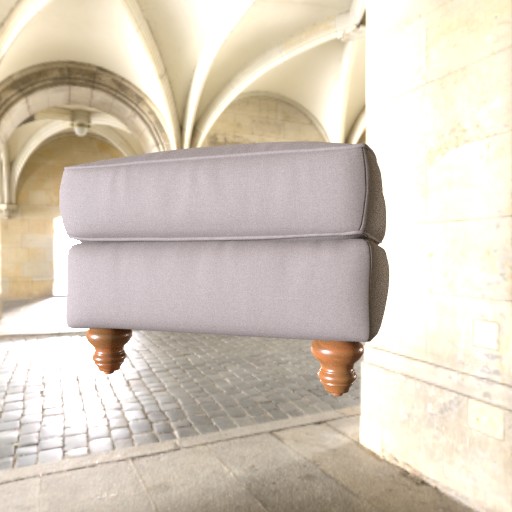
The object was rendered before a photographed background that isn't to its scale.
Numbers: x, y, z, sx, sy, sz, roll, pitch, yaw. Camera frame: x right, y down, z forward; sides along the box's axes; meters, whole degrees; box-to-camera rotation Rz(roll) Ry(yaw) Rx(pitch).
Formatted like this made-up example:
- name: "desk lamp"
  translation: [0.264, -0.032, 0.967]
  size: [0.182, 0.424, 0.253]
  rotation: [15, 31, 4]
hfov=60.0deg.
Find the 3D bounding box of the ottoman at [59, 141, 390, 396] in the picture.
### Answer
- name: "ottoman"
  translation: [0.000, 0.000, 1.147]
  size: [0.662, 0.505, 0.721]
  rotation: [0, 0, 17]
